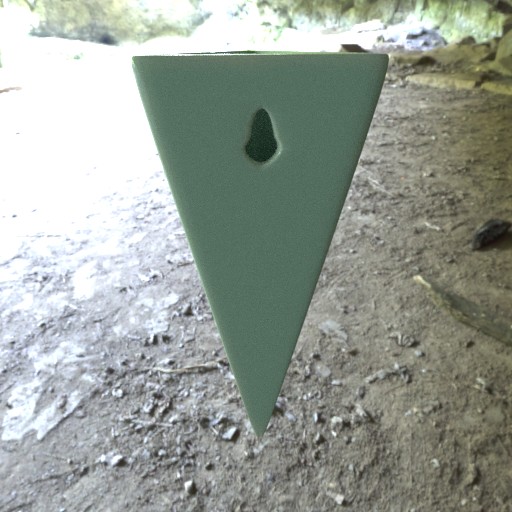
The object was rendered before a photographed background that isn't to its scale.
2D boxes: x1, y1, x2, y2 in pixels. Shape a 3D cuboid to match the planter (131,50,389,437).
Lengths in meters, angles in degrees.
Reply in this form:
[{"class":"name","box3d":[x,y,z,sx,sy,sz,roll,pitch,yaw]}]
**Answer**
[{"class":"planter","box3d":[0.000,0.000,0.206,0.080,0.178,0.064,-2,31,-3]}]
